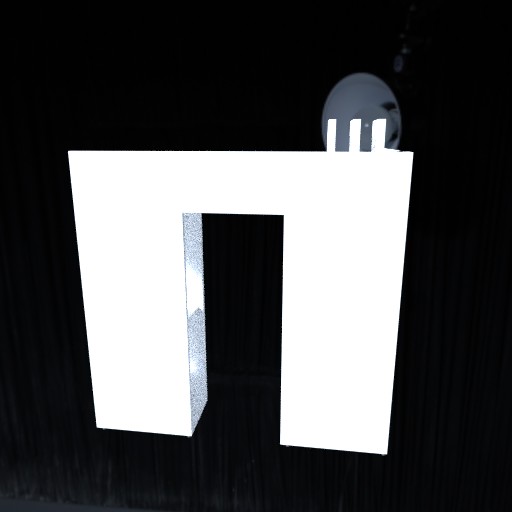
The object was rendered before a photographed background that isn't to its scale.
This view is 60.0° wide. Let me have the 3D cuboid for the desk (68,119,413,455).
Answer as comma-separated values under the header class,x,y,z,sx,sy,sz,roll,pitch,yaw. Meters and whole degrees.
class,x,y,z,sx,sy,sz,roll,pitch,yaw
desk,0.000,0.000,1.745,0.940,0.986,0.940,2,15,8
